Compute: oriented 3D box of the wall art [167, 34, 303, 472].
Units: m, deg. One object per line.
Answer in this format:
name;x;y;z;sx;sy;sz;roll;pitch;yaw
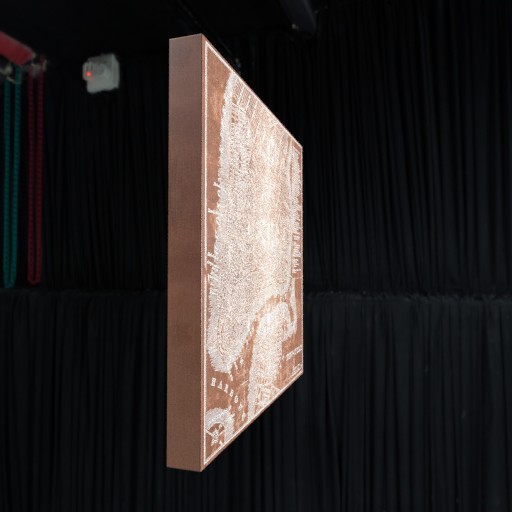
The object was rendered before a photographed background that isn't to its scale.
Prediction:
wall art;0.000;0.000;0.601;0.035;0.403;0.403;-1;-2;19
